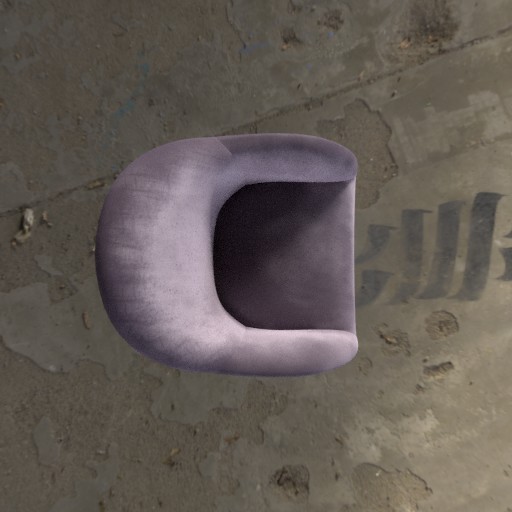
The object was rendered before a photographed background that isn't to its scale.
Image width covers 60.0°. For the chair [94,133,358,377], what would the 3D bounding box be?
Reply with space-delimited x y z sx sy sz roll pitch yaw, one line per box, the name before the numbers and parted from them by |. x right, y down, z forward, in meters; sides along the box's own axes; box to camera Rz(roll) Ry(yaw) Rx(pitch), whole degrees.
chair | 0.000 0.000 1.201 0.590 0.795 0.550 0 89 1
